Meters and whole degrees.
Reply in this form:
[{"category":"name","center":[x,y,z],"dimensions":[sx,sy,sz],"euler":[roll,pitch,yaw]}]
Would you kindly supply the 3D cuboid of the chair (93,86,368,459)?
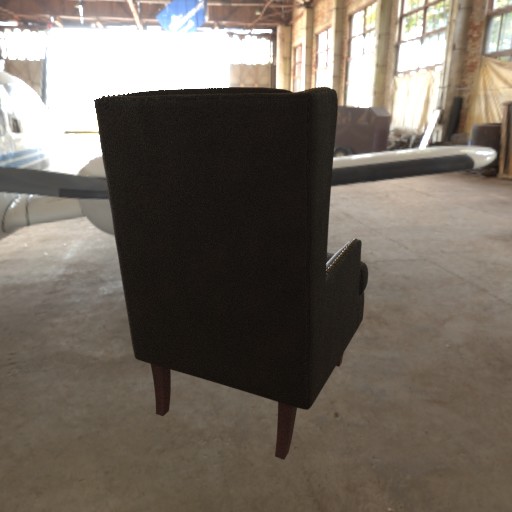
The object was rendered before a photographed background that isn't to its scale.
[{"category":"chair","center":[0.000,0.000,1.654],"dimensions":[0.703,1.142,0.799],"euler":[9,19,25]}]
